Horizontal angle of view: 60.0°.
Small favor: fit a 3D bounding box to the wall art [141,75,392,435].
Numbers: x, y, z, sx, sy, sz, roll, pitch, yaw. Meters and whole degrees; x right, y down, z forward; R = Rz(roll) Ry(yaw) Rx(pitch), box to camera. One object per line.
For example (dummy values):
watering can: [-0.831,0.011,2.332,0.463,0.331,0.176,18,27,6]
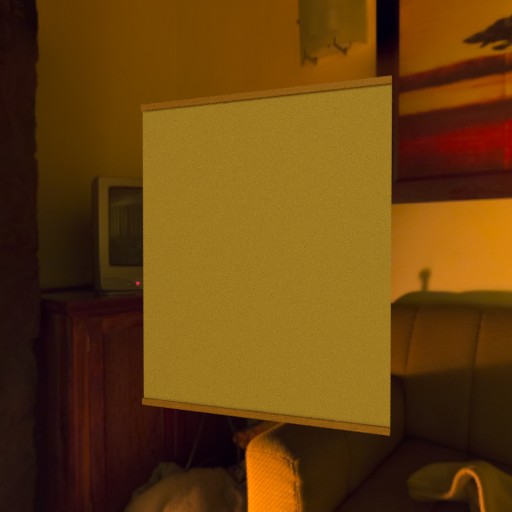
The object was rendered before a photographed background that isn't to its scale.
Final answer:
wall art: [0.000,0.000,0.695,0.405,0.508,0.012,0,1,18]
